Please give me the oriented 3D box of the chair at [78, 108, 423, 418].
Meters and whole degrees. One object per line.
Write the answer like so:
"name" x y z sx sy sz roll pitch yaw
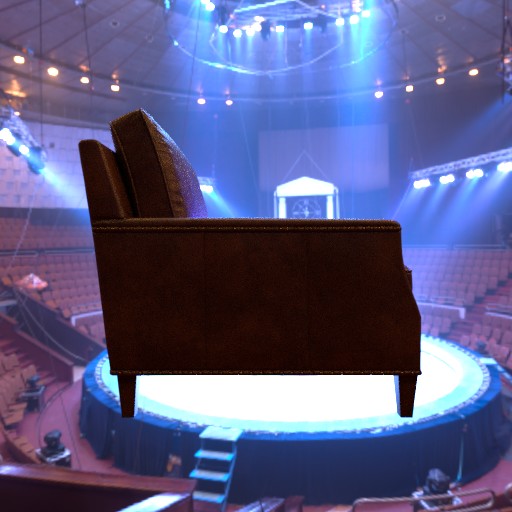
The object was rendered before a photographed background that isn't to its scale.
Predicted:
"chair" 0.000 0.000 1.683 1.014 0.929 0.853 0 1 0
